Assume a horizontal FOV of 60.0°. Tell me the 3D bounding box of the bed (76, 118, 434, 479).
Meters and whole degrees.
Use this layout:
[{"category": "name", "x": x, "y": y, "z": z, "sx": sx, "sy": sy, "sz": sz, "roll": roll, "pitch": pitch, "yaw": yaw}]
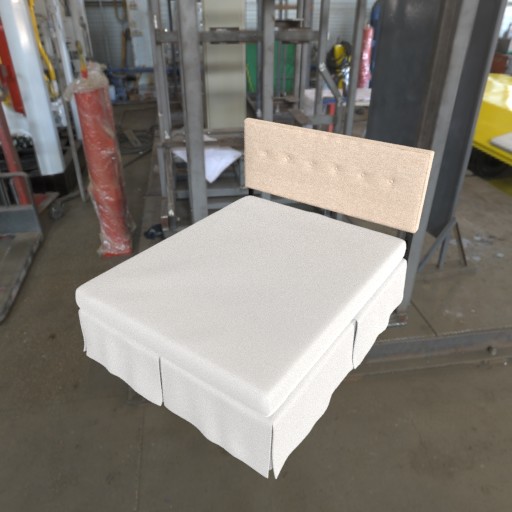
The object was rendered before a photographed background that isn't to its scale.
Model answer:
[{"category": "bed", "x": 0.000, "y": 0.000, "z": 3.055, "sx": 1.643, "sy": 1.270, "sz": 1.978, "roll": 20, "pitch": 36, "yaw": 30}]
